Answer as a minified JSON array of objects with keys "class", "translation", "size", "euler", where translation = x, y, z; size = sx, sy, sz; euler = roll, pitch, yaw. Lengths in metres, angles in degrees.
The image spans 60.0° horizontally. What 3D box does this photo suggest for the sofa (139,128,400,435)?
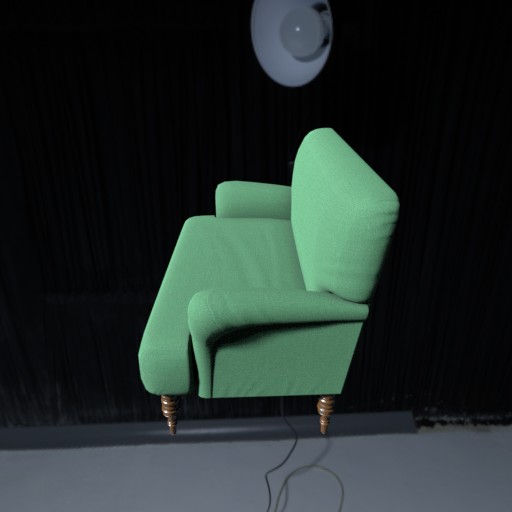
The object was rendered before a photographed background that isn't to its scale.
[{"class":"sofa","translation":[0.000,0.000,1.887],"size":[0.779,0.889,1.297],"euler":[0,25,-1]}]
